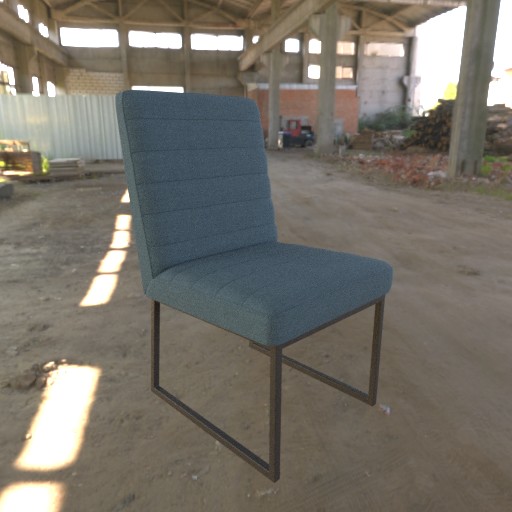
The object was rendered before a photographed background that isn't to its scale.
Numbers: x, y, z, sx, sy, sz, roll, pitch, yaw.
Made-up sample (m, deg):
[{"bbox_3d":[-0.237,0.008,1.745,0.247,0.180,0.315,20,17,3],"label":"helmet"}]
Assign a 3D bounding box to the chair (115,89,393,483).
[{"bbox_3d":[0.000,0.000,1.305,0.520,0.930,0.634,-15,21,-42],"label":"chair"}]
